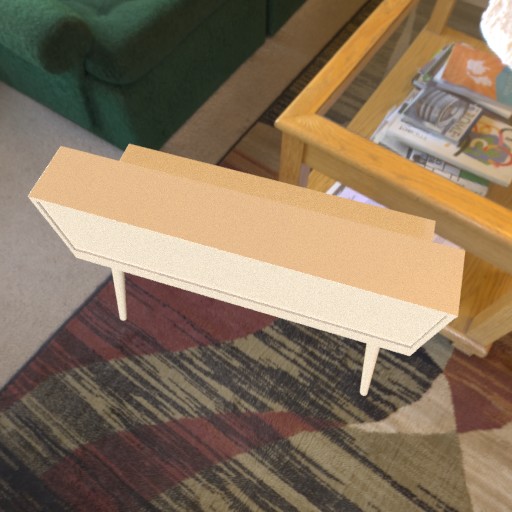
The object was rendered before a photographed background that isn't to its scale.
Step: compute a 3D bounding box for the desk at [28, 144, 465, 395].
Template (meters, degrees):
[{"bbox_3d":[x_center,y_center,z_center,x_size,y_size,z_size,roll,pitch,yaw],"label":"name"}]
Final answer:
[{"bbox_3d":[0.000,0.000,1.721,1.199,0.990,0.559,16,64,8],"label":"desk"}]
